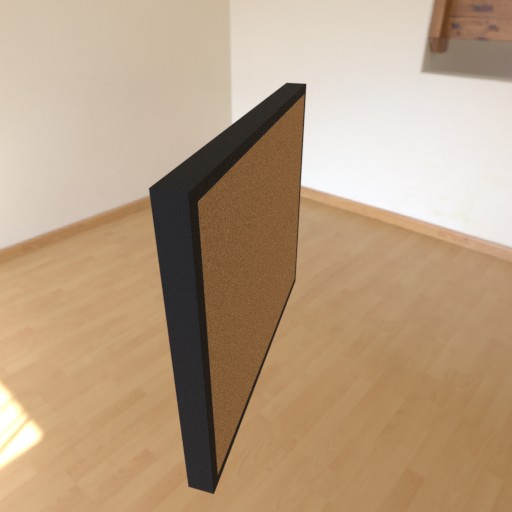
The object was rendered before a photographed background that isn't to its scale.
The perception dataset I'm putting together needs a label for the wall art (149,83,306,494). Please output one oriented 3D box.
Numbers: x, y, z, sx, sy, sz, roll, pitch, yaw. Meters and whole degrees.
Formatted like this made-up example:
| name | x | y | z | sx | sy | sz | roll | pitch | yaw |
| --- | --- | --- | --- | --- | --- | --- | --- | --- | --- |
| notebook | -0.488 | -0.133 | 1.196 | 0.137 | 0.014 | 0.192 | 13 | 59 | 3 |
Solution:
| name | x | y | z | sx | sy | sz | roll | pitch | yaw |
| --- | --- | --- | --- | --- | --- | --- | --- | --- | --- |
| wall art | 0.000 | 0.000 | 0.528 | 0.028 | 0.325 | 0.397 | 9 | 32 | 14 |
